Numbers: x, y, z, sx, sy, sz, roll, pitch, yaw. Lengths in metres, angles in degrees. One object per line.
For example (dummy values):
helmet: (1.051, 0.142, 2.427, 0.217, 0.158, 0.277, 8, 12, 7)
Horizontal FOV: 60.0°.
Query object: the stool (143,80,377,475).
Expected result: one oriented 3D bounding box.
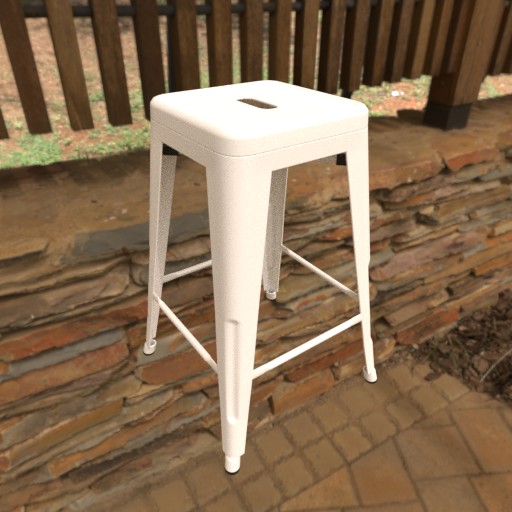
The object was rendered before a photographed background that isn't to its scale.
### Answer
stool: (0.000, 0.000, 0.895, 0.406, 0.610, 0.406, -20, 37, -30)
